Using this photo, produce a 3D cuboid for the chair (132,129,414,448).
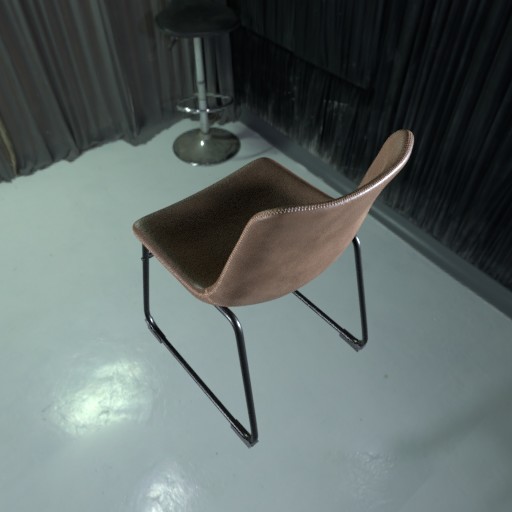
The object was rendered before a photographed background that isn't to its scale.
[{"bbox_3d":[0.000,0.000,1.096,0.460,0.780,0.551,-33,55,-27],"label":"chair"}]
